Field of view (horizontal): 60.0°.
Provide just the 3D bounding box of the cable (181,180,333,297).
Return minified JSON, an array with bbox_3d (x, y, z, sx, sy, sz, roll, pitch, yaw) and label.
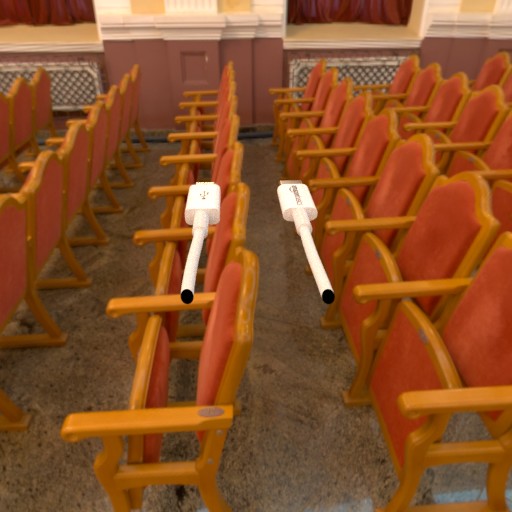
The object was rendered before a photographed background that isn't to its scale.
[{"bbox_3d":[0.000,0.000,0.115,0.040,0.006,0.098,-2,31,-3],"label":"cable"}]
